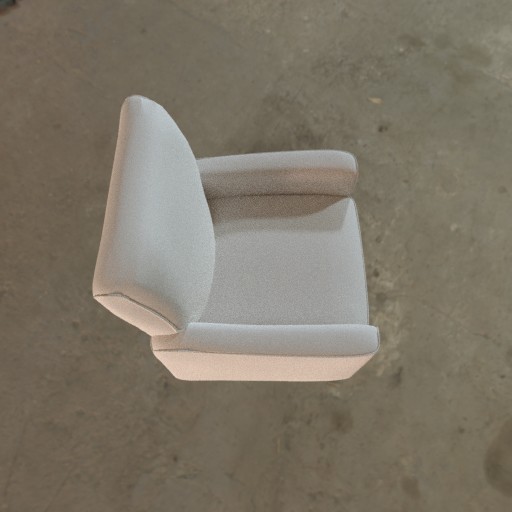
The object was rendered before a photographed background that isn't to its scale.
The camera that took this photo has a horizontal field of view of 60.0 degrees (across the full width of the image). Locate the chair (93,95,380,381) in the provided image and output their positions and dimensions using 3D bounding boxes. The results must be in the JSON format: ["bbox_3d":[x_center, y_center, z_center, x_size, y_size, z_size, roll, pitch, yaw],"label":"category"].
[{"bbox_3d":[0.000,0.000,1.686,0.858,1.028,0.841,0,65,0],"label":"chair"}]
